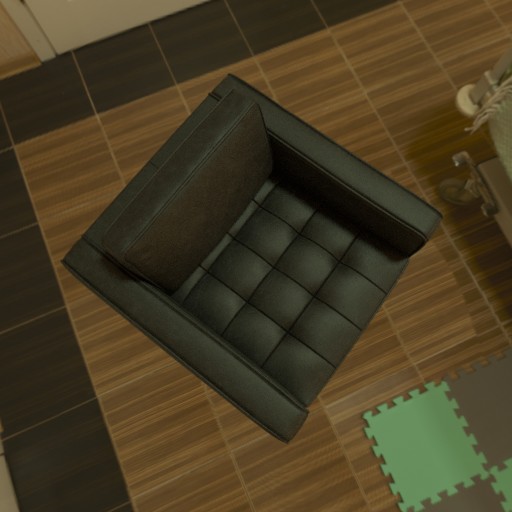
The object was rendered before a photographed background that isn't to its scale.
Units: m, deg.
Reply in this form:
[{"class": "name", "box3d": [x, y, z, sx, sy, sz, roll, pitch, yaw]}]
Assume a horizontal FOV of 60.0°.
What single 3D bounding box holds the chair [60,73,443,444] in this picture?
[{"class": "chair", "box3d": [0.000, 0.000, 1.595, 0.914, 0.763, 0.889, 36, 78, 9]}]
